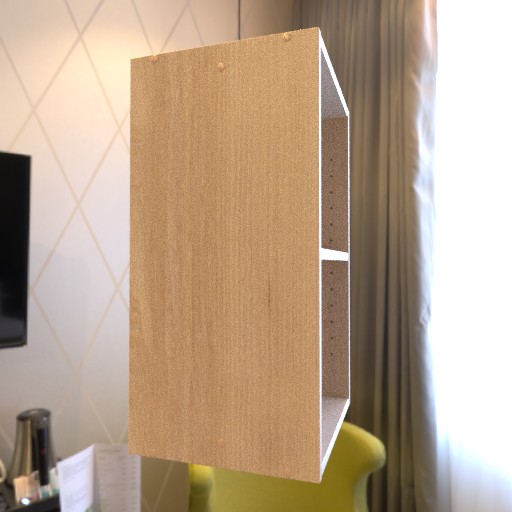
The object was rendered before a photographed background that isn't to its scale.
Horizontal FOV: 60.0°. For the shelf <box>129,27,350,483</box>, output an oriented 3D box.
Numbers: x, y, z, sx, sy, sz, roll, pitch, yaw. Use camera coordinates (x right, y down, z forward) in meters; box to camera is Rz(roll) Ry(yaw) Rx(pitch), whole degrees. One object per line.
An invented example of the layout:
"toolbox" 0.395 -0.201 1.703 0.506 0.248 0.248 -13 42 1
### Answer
"shelf" 0.000 0.000 0.792 0.290 0.600 0.350 0 -1 18
